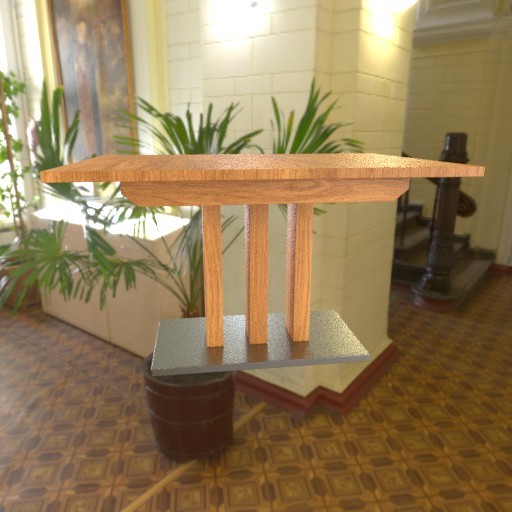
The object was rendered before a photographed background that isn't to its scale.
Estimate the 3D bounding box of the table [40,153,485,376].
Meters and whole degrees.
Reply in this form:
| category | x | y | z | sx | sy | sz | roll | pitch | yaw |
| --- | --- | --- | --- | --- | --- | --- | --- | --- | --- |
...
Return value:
| category | x | y | z | sx | sy | sz | roll | pitch | yaw |
| --- | --- | --- | --- | --- | --- | --- | --- | --- | --- |
| table | 0.000 | 0.000 | 1.811 | 1.300 | 0.770 | 0.900 | -2 | 16 | -8 |
